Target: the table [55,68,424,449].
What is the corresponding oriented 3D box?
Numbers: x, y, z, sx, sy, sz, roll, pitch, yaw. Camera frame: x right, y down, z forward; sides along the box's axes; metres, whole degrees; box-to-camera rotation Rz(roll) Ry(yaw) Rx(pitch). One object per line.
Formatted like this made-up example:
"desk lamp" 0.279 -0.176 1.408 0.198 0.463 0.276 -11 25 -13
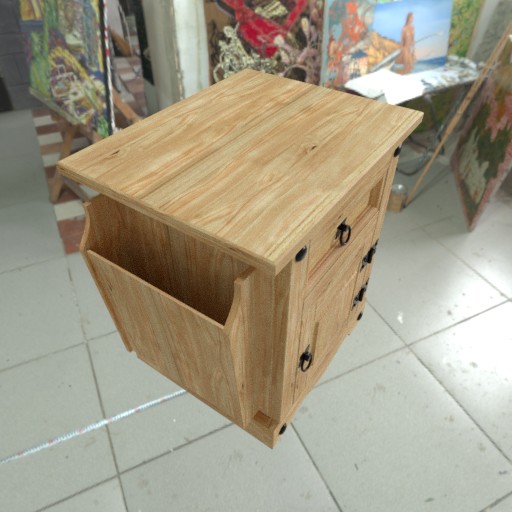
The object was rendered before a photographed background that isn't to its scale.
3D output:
"table" 0.000 0.000 0.872 0.380 0.515 0.530 25 48 25
